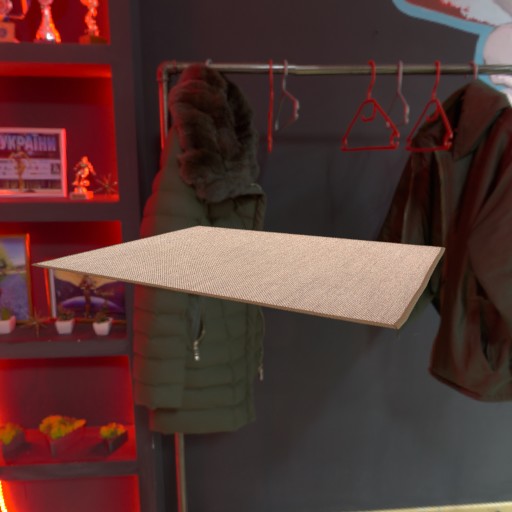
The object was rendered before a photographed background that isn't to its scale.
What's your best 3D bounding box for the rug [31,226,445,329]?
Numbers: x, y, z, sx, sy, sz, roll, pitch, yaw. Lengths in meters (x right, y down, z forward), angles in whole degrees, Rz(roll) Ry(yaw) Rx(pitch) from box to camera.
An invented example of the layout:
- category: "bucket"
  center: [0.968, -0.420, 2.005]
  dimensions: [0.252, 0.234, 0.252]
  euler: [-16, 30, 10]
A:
- category: "rug"
  center: [0.000, 0.000, 4.085]
  dimensions: [3.041, 0.020, 2.413]
  euler: [7, 14, 27]
